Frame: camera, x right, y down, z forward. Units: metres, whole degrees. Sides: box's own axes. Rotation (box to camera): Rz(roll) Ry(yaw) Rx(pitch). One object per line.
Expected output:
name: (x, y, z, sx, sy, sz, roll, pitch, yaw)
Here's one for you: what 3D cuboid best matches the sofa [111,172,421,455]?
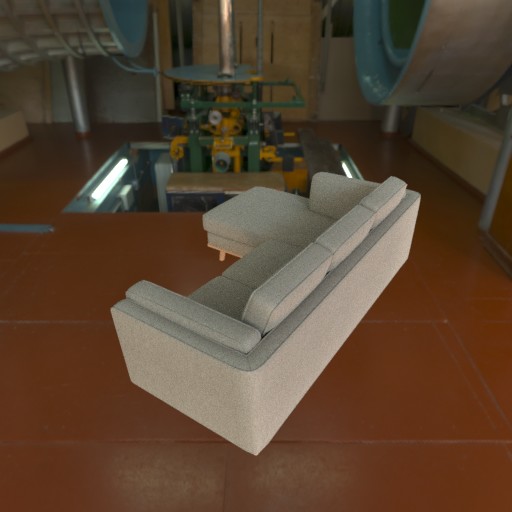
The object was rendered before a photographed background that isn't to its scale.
sofa: (0.000, 0.000, 3.186, 1.604, 0.929, 2.411, 19, 35, 29)
